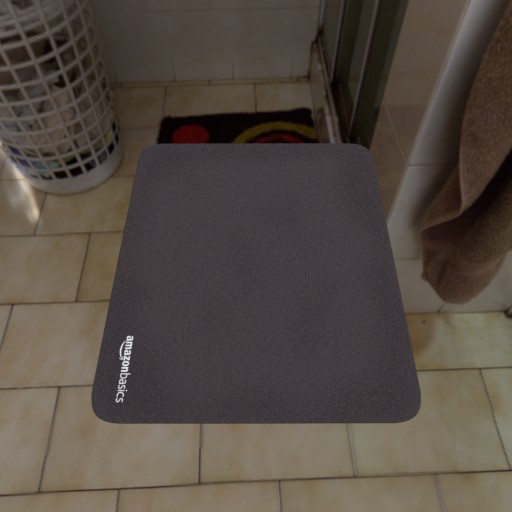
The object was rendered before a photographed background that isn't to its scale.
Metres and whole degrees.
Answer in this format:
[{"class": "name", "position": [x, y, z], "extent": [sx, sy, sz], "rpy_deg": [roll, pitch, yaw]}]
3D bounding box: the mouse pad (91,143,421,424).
[{"class": "mouse pad", "position": [0.000, 0.000, 0.435], "extent": [0.269, 0.002, 0.315], "rpy_deg": [0, 57, 0]}]
